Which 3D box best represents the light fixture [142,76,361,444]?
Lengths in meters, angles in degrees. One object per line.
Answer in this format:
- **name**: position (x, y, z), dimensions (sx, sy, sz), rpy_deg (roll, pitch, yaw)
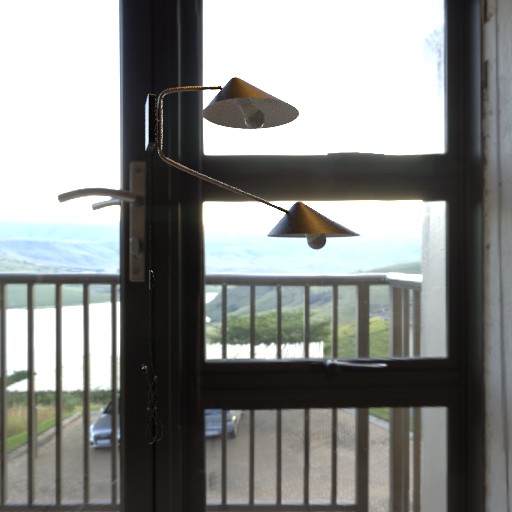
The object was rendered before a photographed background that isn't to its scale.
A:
- **light fixture**: position (0.000, 0.000, 0.841), dimensions (0.422, 0.665, 0.189), rpy_deg (0, 0, -18)
